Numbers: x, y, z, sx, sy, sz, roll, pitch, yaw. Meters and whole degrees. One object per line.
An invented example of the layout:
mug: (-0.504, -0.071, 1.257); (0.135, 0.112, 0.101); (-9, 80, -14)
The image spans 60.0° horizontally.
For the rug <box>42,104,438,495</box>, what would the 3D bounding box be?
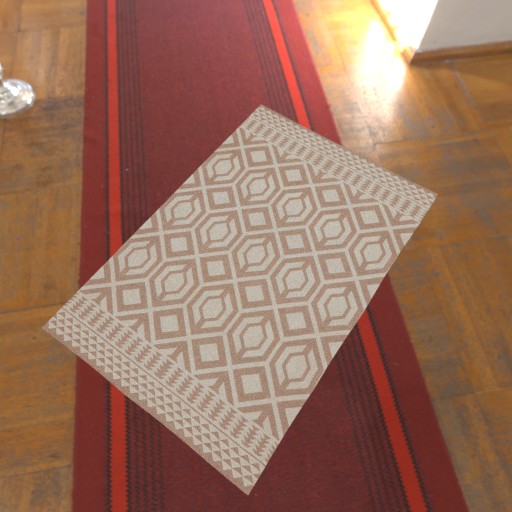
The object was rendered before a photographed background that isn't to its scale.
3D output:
rug: (0.000, 0.000, 2.311); (1.219, 0.008, 1.829); (32, 66, 16)
